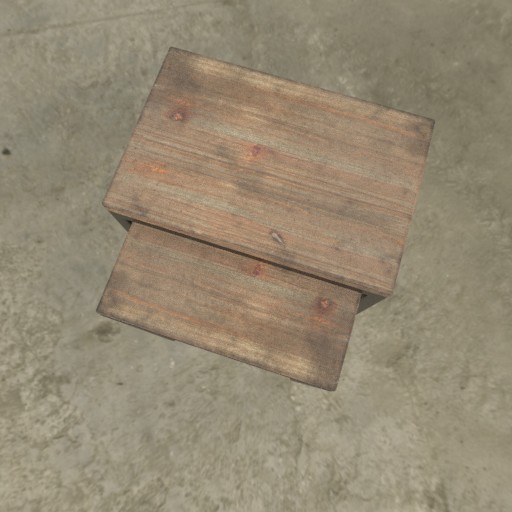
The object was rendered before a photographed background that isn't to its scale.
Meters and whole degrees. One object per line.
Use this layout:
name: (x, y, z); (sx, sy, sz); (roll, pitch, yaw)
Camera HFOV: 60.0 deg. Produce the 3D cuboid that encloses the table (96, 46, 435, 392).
table: (0.000, 0.000, 0.956); (0.456, 0.615, 0.460); (20, 76, 5)
